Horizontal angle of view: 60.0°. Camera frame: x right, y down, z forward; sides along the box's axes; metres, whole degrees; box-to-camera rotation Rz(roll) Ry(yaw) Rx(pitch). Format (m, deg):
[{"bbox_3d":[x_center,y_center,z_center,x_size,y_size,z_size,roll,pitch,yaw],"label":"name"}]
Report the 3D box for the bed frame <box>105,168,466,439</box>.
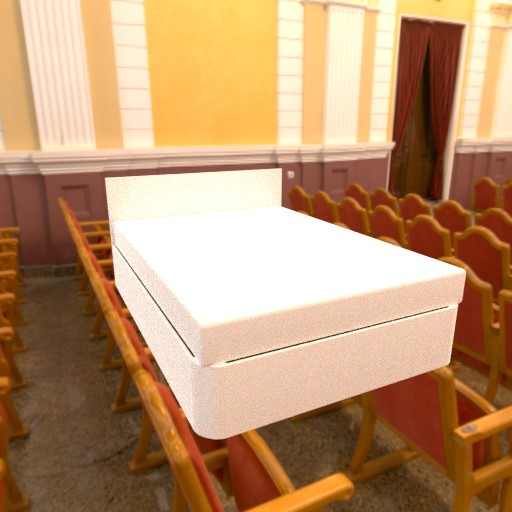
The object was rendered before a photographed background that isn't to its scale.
[{"bbox_3d":[0.000,0.000,2.680,1.400,0.800,1.900,-8,19,-25],"label":"bed frame"}]
